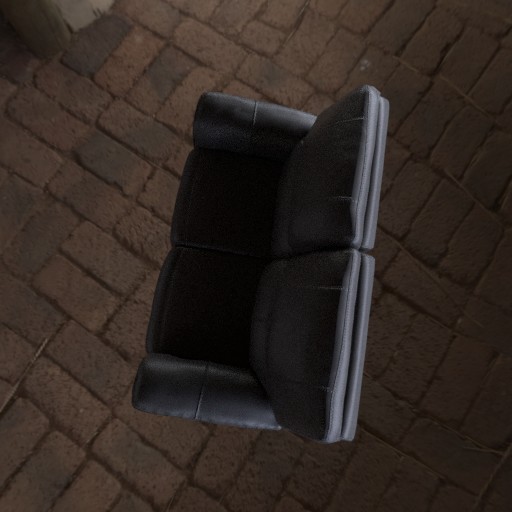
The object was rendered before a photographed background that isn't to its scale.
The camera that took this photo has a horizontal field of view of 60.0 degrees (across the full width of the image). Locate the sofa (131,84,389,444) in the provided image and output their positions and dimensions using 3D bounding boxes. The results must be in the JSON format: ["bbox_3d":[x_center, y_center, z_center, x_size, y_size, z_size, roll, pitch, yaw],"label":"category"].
[{"bbox_3d":[0.000,0.000,2.443,1.104,1.111,1.765,9,77,2],"label":"sofa"}]
